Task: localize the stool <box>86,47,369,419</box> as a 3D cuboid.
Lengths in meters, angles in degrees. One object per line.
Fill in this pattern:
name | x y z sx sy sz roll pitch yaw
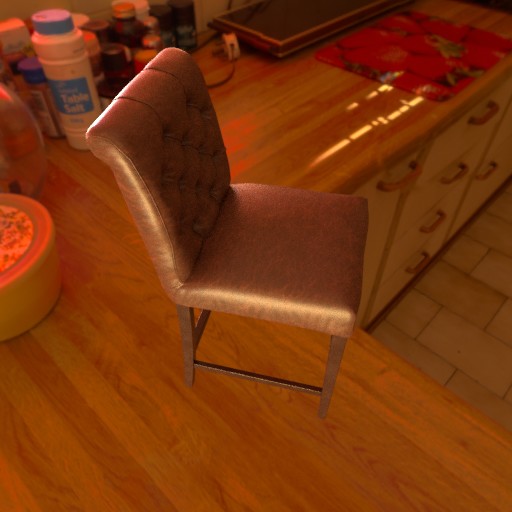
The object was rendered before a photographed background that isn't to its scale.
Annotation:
stool | 0.000 0.000 1.408 0.660 1.084 0.486 10 48 9
